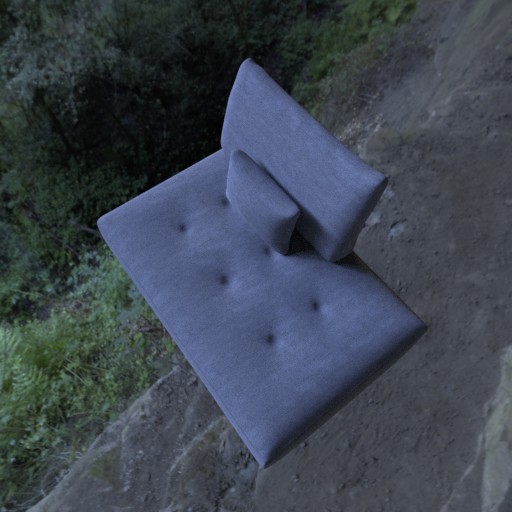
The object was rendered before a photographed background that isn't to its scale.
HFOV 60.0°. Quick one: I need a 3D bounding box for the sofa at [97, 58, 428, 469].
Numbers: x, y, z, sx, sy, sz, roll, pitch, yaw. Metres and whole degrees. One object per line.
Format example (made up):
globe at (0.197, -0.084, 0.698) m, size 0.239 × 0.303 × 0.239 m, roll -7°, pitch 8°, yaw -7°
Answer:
sofa at (0.000, 0.000, 2.016) m, size 1.002 × 0.820 × 1.450 m, roll -34°, pitch 67°, yaw -17°
